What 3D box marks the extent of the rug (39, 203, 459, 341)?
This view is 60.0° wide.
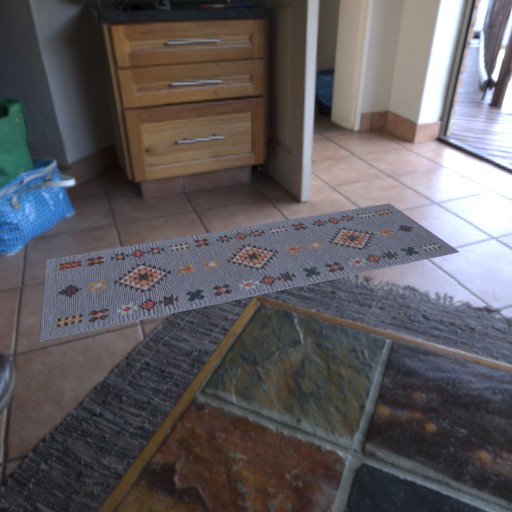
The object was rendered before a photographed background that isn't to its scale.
[{"bbox_3d":[0.000,0.000,2.735,2.432,0.008,0.766,-10,33,-16],"label":"rug"}]
